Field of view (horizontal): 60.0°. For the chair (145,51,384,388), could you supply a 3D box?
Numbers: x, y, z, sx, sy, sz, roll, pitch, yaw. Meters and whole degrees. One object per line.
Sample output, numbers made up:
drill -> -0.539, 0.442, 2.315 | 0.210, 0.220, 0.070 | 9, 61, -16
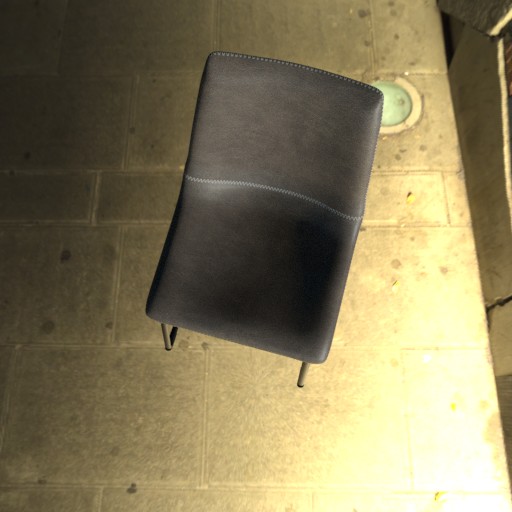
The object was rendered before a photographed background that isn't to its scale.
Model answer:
chair -> 0.000, 0.000, 1.120 | 0.460, 0.780, 0.550 | 14, 74, 4
